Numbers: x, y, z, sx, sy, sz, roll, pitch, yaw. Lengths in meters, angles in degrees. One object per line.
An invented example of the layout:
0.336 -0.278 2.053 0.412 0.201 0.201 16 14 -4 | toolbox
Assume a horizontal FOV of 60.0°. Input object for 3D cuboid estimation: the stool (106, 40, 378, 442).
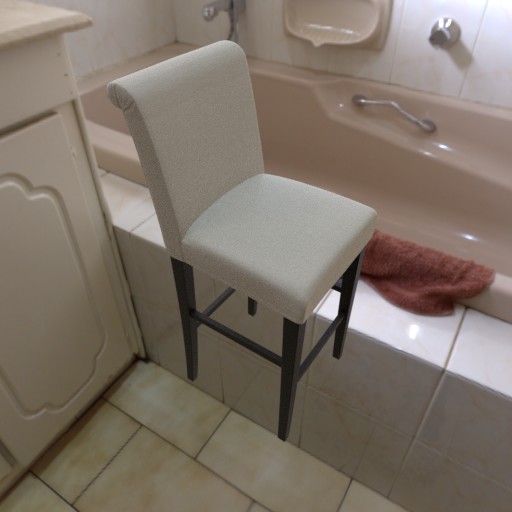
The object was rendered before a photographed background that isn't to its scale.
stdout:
0.000 0.000 1.426 0.597 1.124 0.452 24 46 26 | stool
